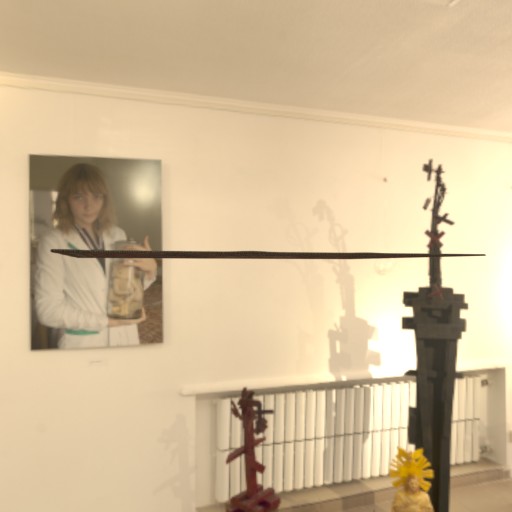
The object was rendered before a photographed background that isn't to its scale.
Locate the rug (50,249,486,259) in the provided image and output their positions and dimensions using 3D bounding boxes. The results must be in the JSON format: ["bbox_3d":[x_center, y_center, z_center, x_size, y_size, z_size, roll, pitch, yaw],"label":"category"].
[{"bbox_3d":[0.000,0.000,2.309,1.820,0.012,1.207,0,-1,-18],"label":"rug"}]
